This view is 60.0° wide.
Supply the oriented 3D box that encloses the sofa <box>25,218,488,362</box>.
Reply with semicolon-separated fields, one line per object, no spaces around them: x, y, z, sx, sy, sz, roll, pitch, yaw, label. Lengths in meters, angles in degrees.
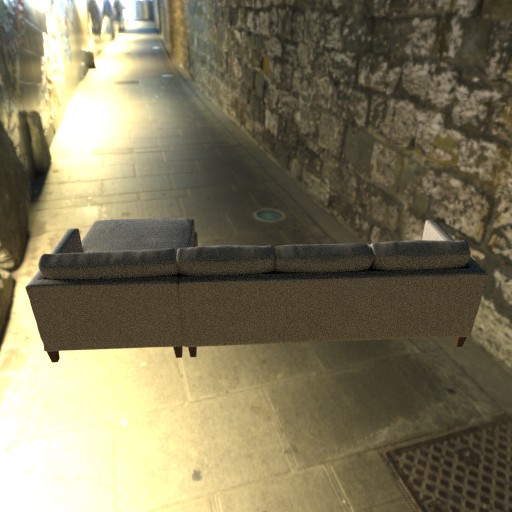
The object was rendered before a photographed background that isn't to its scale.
0.000;0.000;3.841;3.186;0.846;1.625;-2;29;-3;sofa
